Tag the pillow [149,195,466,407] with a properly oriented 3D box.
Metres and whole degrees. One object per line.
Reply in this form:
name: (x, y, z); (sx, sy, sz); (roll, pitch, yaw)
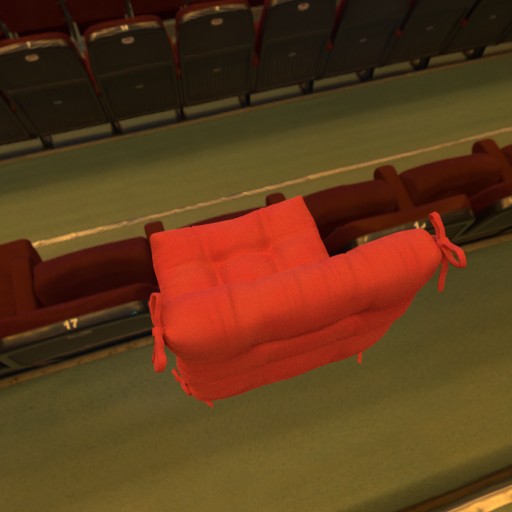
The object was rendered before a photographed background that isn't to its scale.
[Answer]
pillow: (0.000, 0.000, 0.997); (0.519, 0.605, 0.571); (-16, 60, -10)
